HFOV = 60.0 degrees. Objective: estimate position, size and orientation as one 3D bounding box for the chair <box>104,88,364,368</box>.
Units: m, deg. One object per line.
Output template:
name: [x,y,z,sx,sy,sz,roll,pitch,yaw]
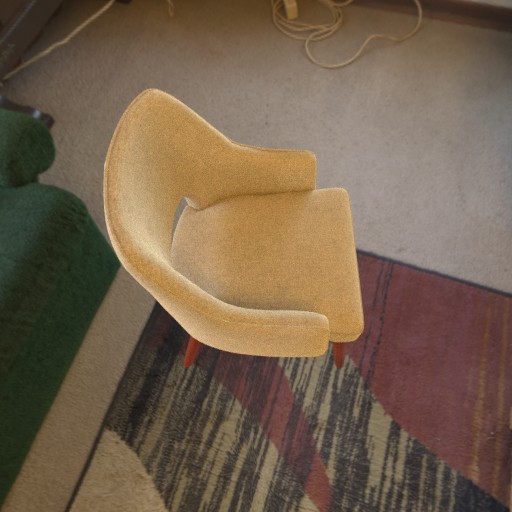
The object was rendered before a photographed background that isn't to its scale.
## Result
chair: [0.000,0.000,1.241,0.605,0.849,0.548,0,64,0]
